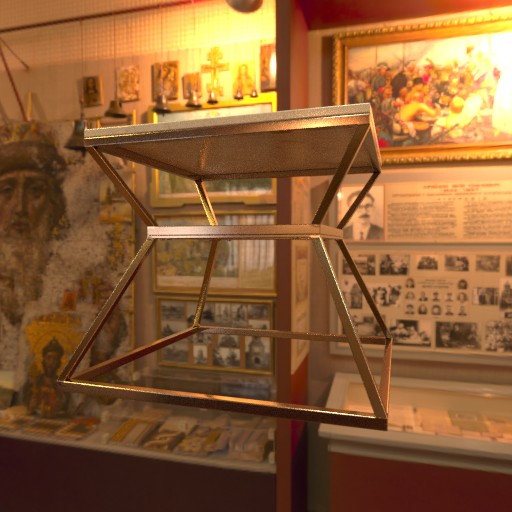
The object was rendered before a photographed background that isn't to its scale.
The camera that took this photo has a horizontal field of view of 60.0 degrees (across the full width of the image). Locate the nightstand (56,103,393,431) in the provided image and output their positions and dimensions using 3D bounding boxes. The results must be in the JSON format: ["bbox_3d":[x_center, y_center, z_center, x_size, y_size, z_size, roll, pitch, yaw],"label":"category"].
[{"bbox_3d":[0.000,0.000,0.876,0.513,0.426,0.514,0,2,18],"label":"nightstand"}]
